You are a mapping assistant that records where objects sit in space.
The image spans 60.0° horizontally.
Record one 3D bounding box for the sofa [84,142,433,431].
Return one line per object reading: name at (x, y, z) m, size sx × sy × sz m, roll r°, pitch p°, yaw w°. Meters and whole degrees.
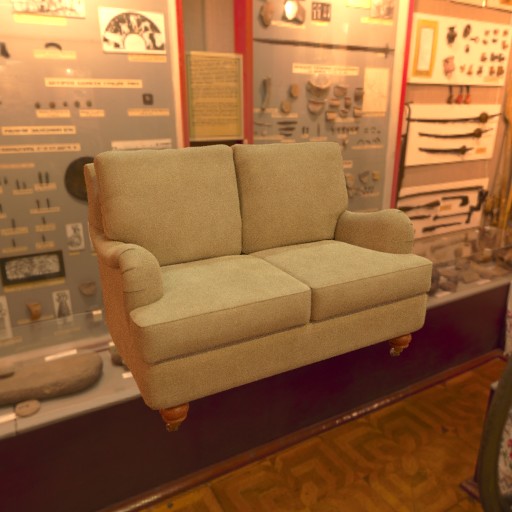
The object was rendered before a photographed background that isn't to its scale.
sofa at (0.000, 0.000, 2.275) m, size 1.498 × 1.087 × 1.086 m, roll -9°, pitch 20°, yaw -27°
